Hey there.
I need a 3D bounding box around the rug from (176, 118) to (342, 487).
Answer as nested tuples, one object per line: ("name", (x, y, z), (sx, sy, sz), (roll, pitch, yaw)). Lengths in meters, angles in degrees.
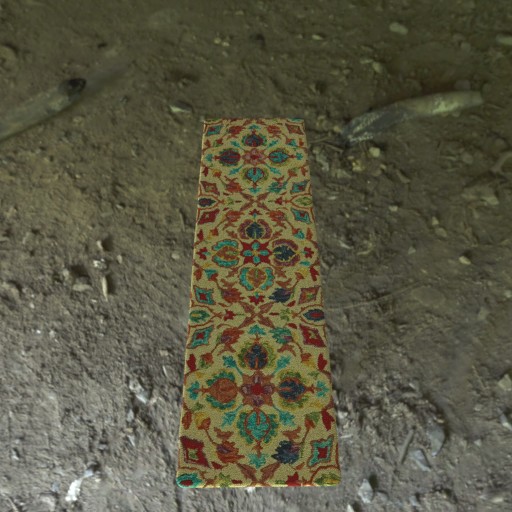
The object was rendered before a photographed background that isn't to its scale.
("rug", (0.000, 0.000, 2.450), (0.693, 0.016, 2.273), (-1, 57, 0))
